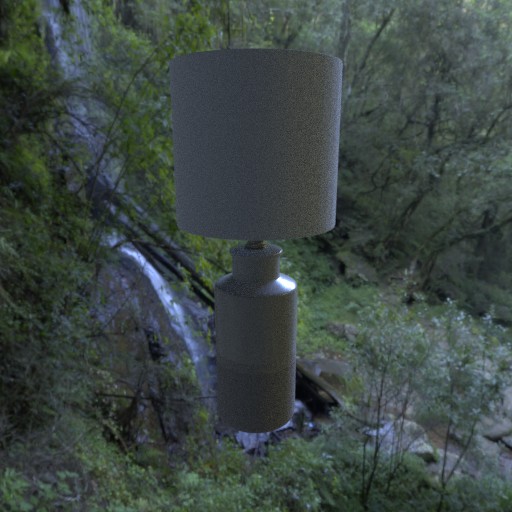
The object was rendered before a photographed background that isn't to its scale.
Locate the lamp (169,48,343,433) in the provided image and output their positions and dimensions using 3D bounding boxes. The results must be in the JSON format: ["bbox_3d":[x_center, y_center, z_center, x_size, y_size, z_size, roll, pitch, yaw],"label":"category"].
[{"bbox_3d":[0.000,0.000,0.615,0.212,0.493,0.212,-8,17,-26],"label":"lamp"}]
